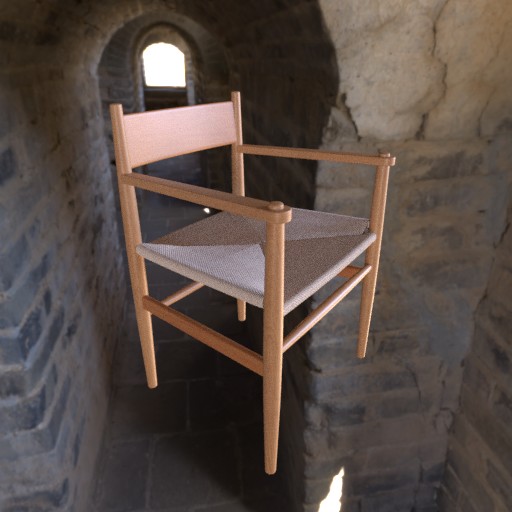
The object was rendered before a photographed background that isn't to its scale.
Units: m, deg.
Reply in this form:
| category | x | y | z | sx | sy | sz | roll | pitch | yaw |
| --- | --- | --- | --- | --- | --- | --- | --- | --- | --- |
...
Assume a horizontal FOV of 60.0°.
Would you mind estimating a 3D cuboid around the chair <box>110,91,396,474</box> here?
| category | x | y | z | sx | sy | sz | roll | pitch | yaw |
| --- | --- | --- | --- | --- | --- | --- | --- | --- | --- |
| chair | 0.000 | 0.000 | 1.153 | 0.495 | 0.762 | 0.556 | 16 | 29 | 32 |
